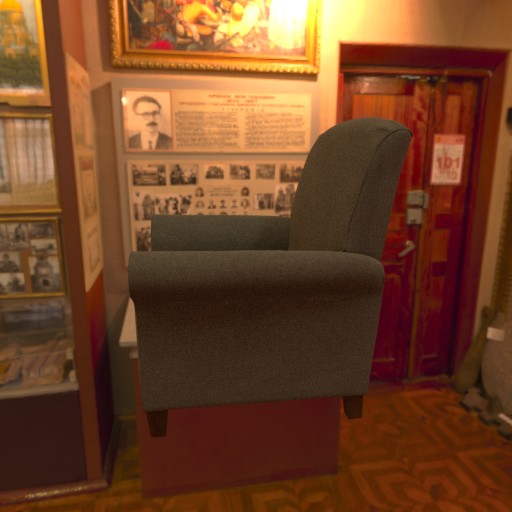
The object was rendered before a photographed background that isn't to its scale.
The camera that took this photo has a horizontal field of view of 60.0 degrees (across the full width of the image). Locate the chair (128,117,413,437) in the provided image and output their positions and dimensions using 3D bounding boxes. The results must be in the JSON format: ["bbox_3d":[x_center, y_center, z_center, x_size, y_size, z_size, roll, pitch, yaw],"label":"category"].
[{"bbox_3d":[0.000,0.000,1.770,0.905,1.061,0.978,-2,13,-8],"label":"chair"}]
